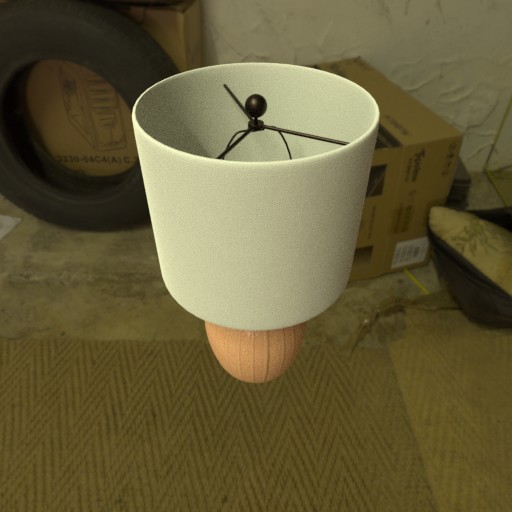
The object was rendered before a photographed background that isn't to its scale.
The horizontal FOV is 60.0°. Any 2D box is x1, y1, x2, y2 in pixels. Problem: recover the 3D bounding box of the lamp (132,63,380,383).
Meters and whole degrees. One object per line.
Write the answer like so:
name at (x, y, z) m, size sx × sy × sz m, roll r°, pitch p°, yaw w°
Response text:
lamp at (0.000, 0.000, 0.777) m, size 0.329 × 0.570 × 0.329 m, roll 0°, pitch 41°, yaw 0°
